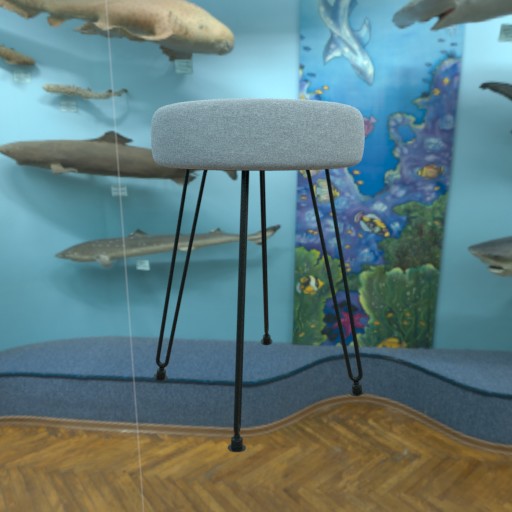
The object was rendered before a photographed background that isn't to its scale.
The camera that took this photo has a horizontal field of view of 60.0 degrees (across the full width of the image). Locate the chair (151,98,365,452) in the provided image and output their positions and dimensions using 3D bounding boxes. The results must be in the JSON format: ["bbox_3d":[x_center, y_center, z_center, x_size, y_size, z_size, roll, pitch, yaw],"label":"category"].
[{"bbox_3d":[0.000,0.000,0.681,0.350,0.440,0.350,2,14,8],"label":"chair"}]
